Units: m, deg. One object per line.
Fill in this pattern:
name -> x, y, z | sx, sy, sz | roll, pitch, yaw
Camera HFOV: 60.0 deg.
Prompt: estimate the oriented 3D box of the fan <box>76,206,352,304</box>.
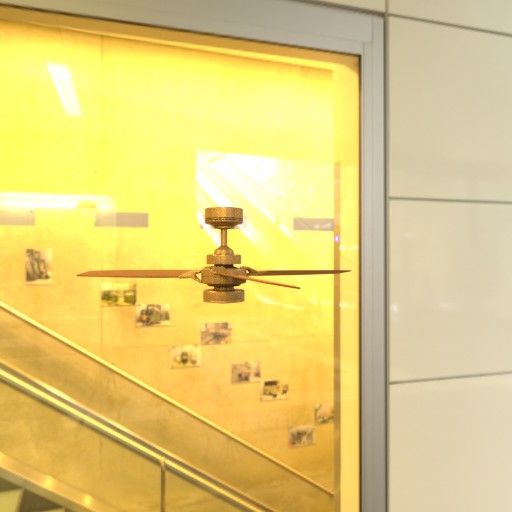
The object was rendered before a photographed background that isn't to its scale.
fan -> 0.000, 0.000, 2.056 | 1.271, 0.425, 1.416 | 0, 0, -36
